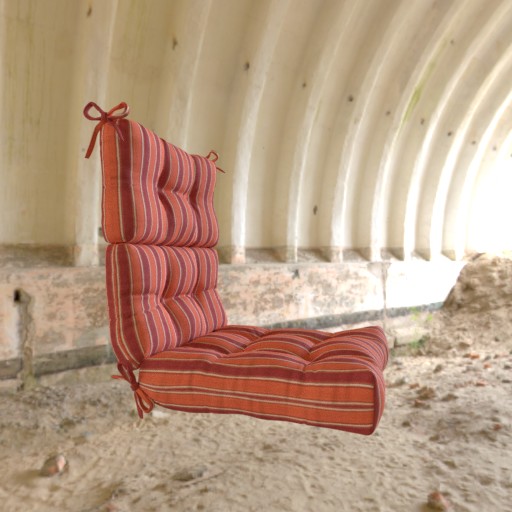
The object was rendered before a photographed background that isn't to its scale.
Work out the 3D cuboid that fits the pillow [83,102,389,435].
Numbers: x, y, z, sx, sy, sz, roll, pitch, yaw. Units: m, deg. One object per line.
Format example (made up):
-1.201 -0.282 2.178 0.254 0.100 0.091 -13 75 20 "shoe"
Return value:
0.000 0.000 1.004 0.571 0.605 0.519 0 0 18 "pillow"
